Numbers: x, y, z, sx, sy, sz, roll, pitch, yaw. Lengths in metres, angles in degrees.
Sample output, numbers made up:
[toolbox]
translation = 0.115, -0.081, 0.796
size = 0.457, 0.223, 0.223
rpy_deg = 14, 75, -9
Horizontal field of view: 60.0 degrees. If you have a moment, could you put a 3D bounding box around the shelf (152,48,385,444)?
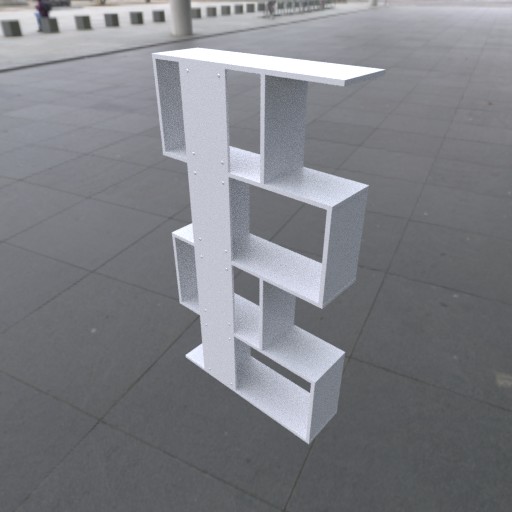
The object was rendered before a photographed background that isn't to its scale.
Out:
[shelf]
translation = 0.000, 0.000, 2.027
size = 0.890, 1.650, 0.250
rpy_deg = 24, 39, 34
